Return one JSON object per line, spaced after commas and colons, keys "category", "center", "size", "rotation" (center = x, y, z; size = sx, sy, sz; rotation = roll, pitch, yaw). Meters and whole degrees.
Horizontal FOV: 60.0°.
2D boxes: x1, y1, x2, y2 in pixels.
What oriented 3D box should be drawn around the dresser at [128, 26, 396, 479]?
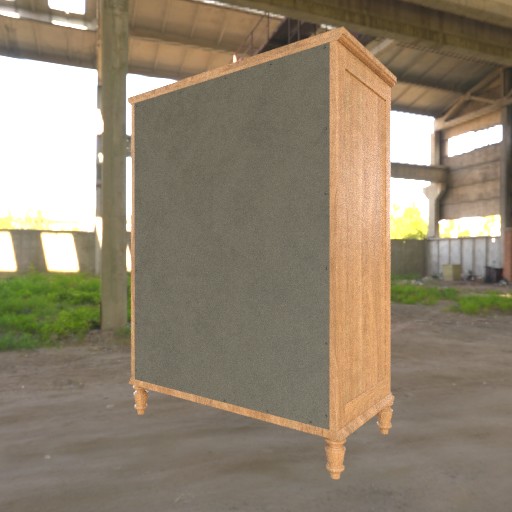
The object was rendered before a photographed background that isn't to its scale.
{"category": "dresser", "center": [0.000, 0.000, 1.753], "size": [0.973, 1.318, 0.484], "rotation": [0, 0, 36]}
